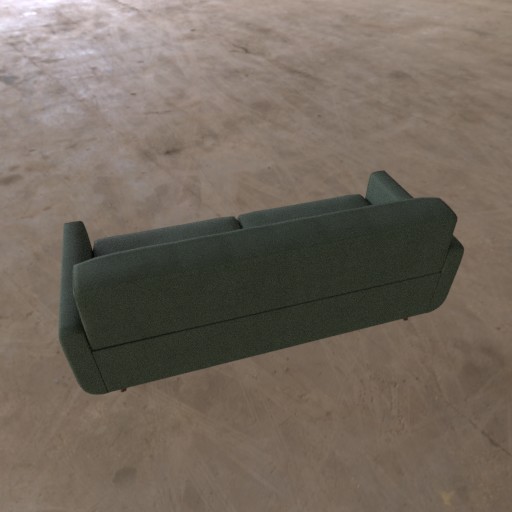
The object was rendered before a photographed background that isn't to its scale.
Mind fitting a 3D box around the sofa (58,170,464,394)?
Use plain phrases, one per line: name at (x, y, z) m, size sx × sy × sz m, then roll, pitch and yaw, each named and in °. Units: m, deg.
sofa at (0.000, 0.000, 2.520) m, size 2.029 × 0.841 × 0.909 m, roll -11°, pitch 42°, yaw -13°
